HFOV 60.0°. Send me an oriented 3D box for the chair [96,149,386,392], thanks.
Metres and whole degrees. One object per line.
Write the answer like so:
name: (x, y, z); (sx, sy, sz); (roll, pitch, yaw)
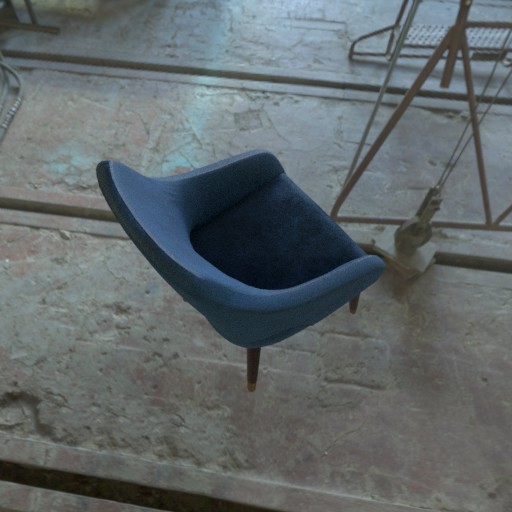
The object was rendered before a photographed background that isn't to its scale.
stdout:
chair: (0.000, 0.000, 1.642); (0.794, 1.081, 0.683); (-33, 64, -18)
